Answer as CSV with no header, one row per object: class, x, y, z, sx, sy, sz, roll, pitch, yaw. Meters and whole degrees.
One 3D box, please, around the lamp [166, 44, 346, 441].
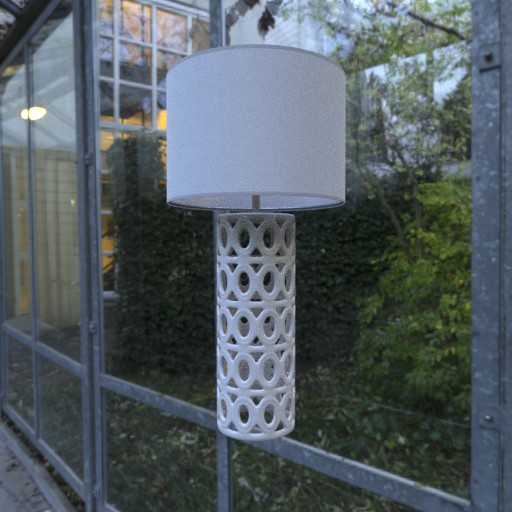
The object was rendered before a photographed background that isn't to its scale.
lamp,0.000,0.000,0.827,0.325,0.636,0.324,-1,2,-37
